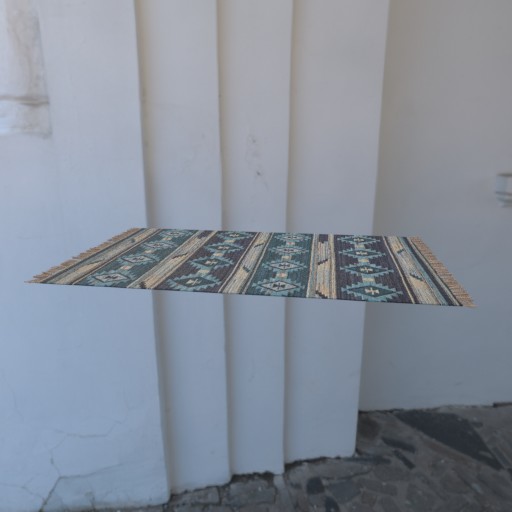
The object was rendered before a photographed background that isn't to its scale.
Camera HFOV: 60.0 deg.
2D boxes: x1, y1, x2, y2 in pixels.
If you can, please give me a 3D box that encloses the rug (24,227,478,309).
[{"bbox_3d":[0.000,0.000,2.407,1.936,0.028,1.181,2,16,8],"label":"rug"}]
